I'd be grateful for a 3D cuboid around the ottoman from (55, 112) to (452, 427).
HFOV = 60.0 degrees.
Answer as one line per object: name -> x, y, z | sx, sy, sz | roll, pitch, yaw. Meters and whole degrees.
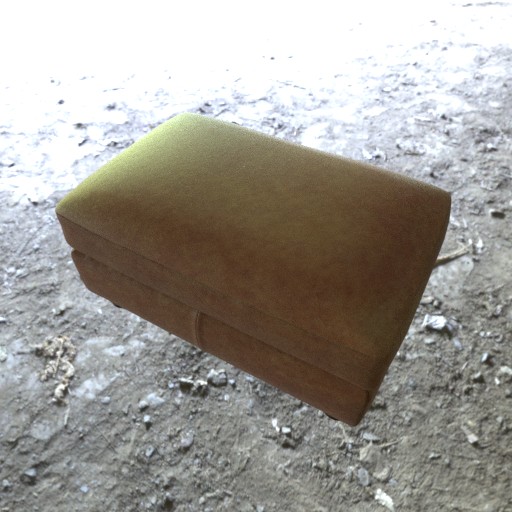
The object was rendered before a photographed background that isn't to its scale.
ottoman -> 0.000, 0.000, 1.201 | 0.852, 0.507, 0.565 | 22, 50, 20
